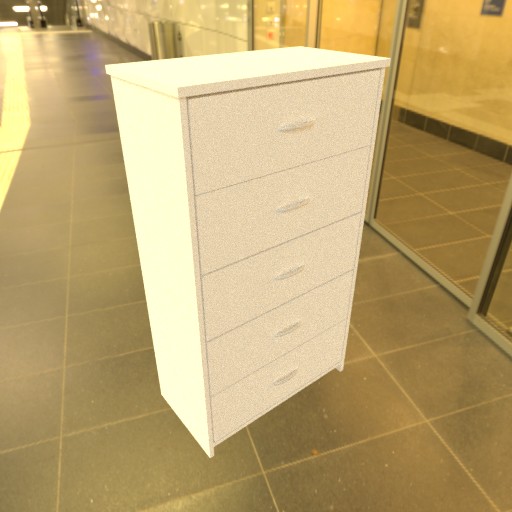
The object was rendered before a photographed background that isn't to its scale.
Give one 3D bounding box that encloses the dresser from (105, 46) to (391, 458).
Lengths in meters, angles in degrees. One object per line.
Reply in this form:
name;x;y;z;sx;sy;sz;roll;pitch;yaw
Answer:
dresser;0.000;0.000;1.550;0.704;1.255;0.399;-22;38;-32
